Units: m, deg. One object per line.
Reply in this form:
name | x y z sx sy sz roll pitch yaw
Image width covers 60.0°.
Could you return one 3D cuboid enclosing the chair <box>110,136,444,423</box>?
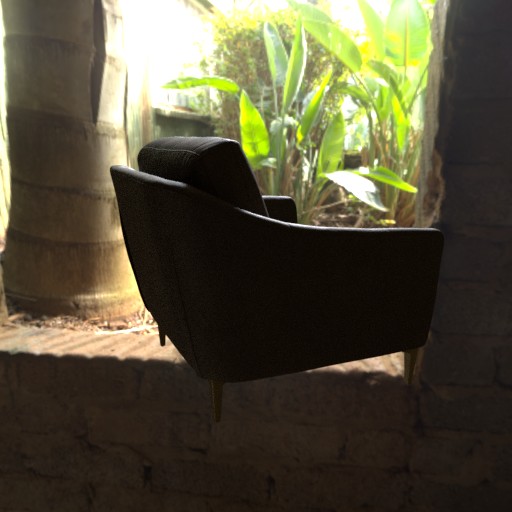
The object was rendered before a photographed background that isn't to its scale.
chair | 0.000 0.000 1.732 0.961 0.901 0.988 -8 17 -27
